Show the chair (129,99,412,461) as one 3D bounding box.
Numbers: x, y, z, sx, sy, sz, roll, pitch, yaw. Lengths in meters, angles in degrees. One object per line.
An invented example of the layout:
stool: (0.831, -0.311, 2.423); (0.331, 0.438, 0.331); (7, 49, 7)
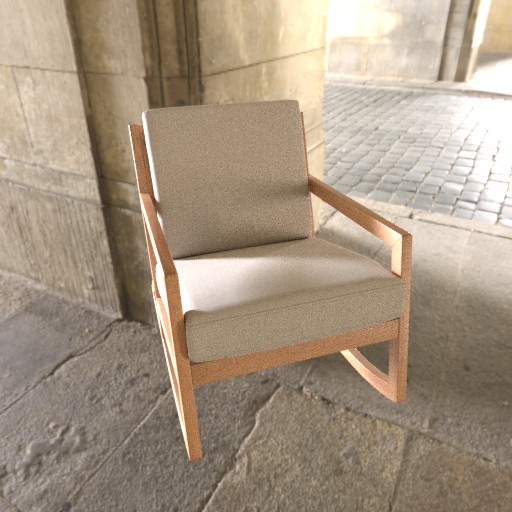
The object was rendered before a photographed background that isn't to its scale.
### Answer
chair: (0.000, 0.000, 1.385); (0.622, 0.790, 0.857); (-9, 32, -15)
